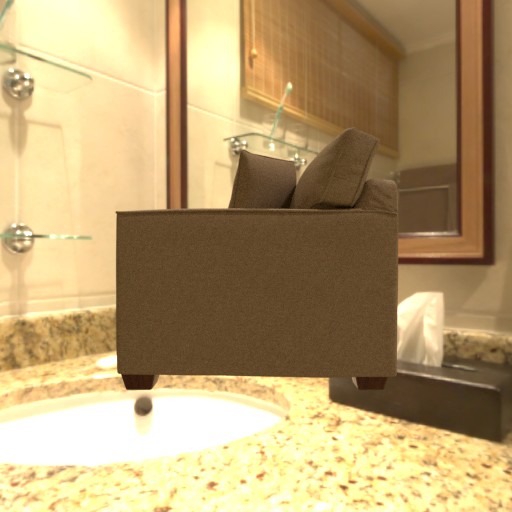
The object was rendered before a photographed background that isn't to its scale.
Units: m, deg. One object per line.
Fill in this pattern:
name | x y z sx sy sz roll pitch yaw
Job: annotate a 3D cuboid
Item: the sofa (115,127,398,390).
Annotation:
sofa | 0.000 0.000 2.526 1.034 0.946 1.963 0 1 1
